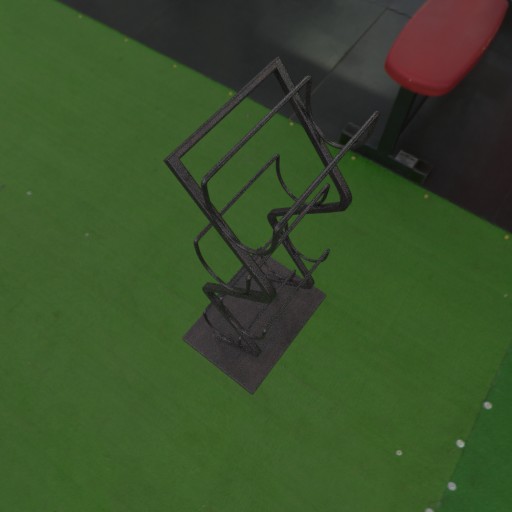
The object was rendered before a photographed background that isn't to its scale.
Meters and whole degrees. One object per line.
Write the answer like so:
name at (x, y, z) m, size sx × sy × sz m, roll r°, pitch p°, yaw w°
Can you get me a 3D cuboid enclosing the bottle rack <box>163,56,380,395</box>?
bottle rack at (0.000, 0.000, 0.668) m, size 0.178 × 0.559 × 0.254 m, roll 34°, pitch 68°, yaw 16°
